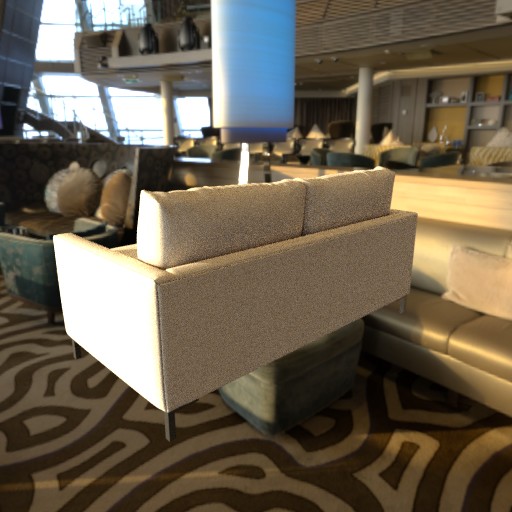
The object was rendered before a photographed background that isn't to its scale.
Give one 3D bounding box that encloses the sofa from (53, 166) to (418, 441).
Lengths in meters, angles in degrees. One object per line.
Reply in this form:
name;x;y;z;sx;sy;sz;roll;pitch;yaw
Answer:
sofa;0.000;0.000;2.170;1.651;0.812;0.839;-15;21;-42
